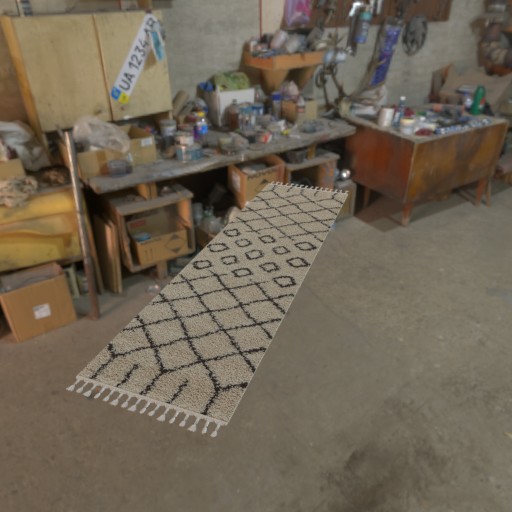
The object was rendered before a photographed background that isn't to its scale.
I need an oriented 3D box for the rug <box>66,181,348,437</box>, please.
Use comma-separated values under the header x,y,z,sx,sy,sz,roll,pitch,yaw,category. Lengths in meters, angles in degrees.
x,y,z,sx,sy,sz,roll,pitch,yaw,category
0.000,0.000,2.613,0.660,0.005,2.464,11,31,18,rug
